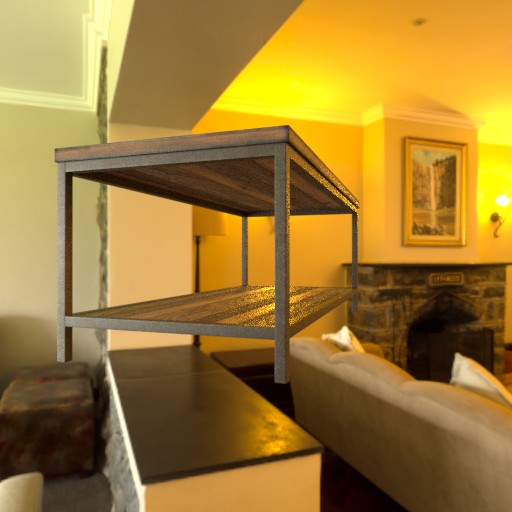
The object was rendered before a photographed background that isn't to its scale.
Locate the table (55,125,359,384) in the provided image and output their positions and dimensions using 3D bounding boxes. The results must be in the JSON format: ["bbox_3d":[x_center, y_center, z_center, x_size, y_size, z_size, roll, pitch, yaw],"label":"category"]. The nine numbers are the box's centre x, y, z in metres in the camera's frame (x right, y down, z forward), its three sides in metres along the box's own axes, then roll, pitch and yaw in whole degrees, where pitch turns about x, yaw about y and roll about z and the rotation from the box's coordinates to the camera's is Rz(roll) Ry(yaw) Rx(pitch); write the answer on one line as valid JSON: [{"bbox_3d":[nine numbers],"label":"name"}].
[{"bbox_3d":[0.000,0.000,1.220,0.452,0.399,0.990,0,0,19],"label":"table"}]
